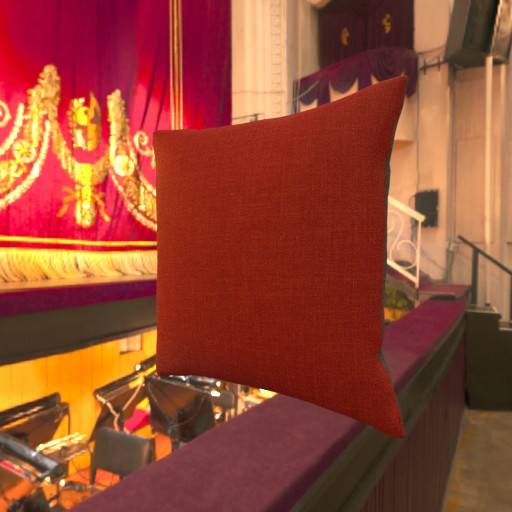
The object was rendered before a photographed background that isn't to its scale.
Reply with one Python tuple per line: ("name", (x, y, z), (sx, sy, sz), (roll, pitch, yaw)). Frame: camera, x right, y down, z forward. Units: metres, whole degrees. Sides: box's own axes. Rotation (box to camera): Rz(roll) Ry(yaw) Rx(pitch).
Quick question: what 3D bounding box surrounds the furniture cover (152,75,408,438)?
("furniture cover", (0.000, 0.000, 0.767), (0.517, 0.508, 0.158), (1, 2, 36))
